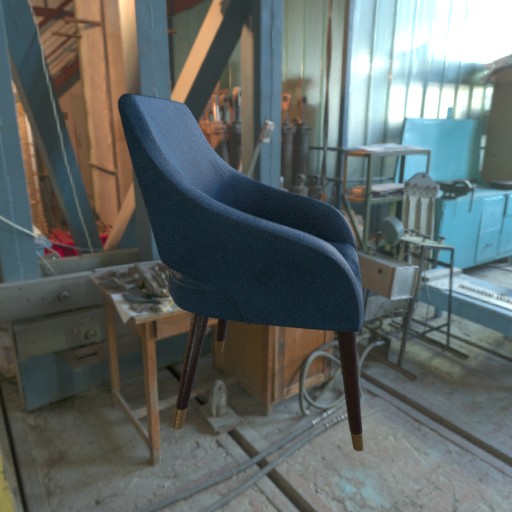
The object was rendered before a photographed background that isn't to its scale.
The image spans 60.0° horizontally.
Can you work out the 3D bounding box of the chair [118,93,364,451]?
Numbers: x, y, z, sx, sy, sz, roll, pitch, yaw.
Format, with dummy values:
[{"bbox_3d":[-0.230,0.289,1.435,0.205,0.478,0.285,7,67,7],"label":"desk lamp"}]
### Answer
[{"bbox_3d":[0.000,0.000,1.573,0.794,1.081,0.683,3,17,10],"label":"chair"}]
